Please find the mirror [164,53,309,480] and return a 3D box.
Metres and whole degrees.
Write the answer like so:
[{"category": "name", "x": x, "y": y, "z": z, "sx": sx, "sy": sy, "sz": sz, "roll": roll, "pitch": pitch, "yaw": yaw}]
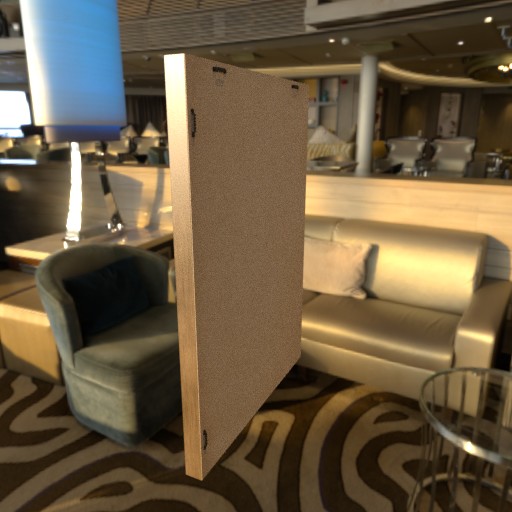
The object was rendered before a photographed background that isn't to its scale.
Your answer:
[{"category": "mirror", "x": 0.000, "y": 0.000, "z": 0.928, "sx": 0.040, "sy": 0.710, "sz": 0.507, "roll": 8, "pitch": 18, "yaw": 25}]
